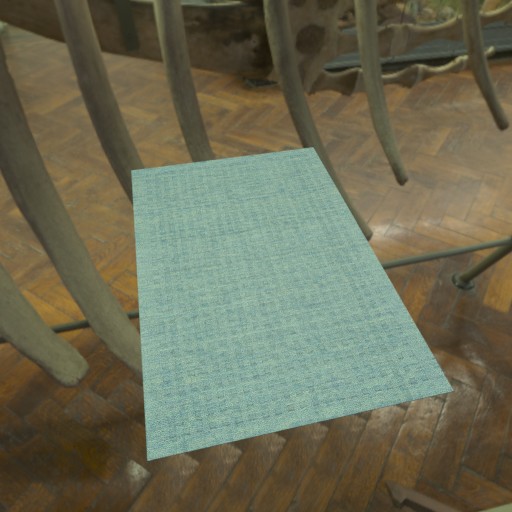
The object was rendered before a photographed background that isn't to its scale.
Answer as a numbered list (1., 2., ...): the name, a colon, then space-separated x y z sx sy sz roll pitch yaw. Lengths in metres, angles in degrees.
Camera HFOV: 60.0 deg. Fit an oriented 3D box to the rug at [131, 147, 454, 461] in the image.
1. rug: 0.000 0.000 2.887 1.522 0.006 2.286 -9 47 -9
